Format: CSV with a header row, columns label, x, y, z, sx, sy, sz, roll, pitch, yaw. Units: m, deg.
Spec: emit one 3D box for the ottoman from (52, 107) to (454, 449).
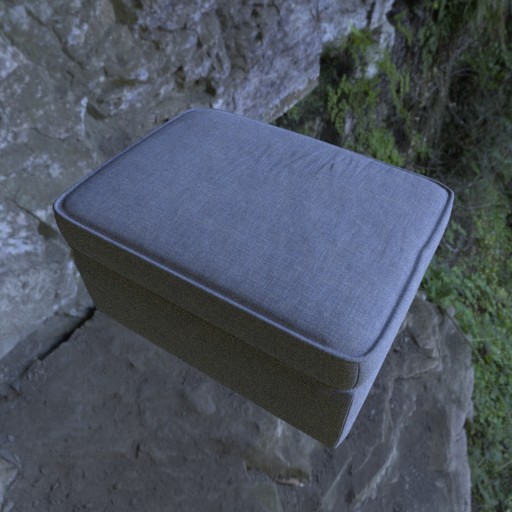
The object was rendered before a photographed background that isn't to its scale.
label,x,y,z,sx,sy,sz,roll,pitch,yaw
ottoman,0.000,0.000,1.111,0.762,0.457,0.559,24,51,21
